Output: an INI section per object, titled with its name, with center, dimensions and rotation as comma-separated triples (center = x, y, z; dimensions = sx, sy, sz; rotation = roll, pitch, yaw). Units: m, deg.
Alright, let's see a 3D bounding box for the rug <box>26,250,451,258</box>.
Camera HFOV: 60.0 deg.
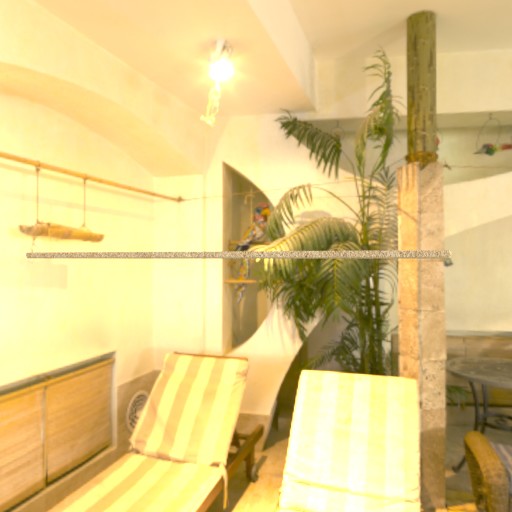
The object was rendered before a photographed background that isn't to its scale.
[rug]
center = 0.000, 0.000, 2.130
dimensions = 1.600, 0.025, 1.199
rotation = 0, 0, 17
